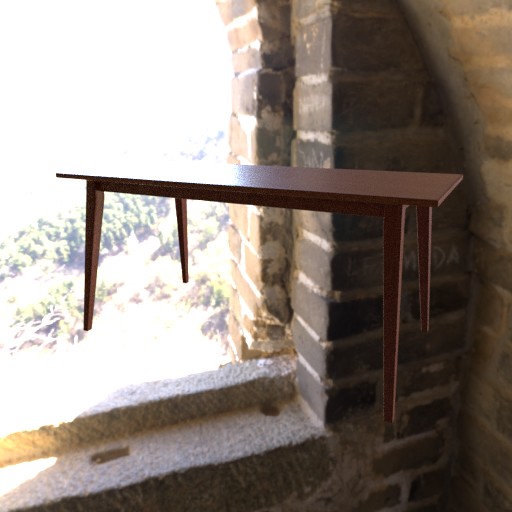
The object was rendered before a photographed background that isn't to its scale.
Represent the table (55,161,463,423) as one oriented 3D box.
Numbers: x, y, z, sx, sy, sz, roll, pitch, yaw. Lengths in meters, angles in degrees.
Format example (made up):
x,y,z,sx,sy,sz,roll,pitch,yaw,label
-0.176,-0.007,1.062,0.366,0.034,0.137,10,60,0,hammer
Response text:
x,y,z,sx,sy,sz,roll,pitch,yaw,label
0.000,0.000,2.060,1.609,0.755,0.811,9,18,27,table
